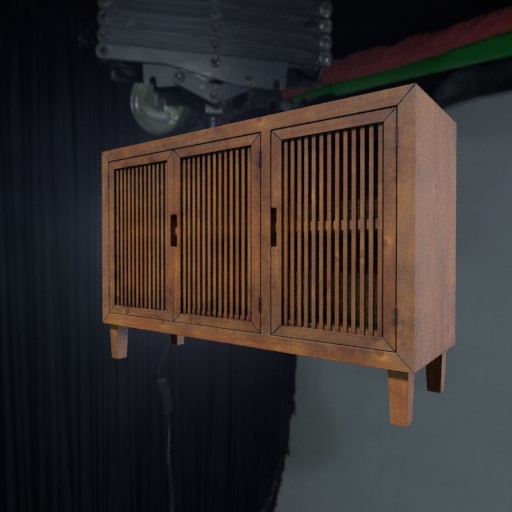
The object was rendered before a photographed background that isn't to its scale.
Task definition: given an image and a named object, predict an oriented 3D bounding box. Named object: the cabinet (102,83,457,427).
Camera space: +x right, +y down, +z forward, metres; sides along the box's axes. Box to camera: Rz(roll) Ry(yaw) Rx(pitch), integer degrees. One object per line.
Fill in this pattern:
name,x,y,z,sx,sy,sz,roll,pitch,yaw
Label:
cabinet,0.000,0.000,1.536,1.204,0.805,0.403,1,1,37
